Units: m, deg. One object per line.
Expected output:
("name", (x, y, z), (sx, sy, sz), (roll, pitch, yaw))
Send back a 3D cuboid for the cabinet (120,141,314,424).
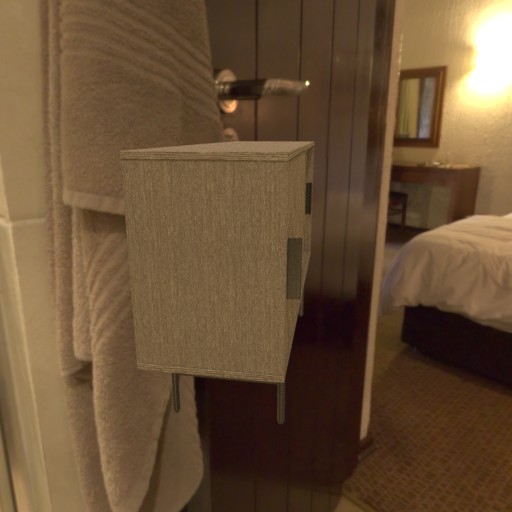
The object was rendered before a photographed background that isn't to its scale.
("cabinet", (0.000, 0.000, 1.614), (0.405, 0.787, 1.194), (3, 16, 9))
